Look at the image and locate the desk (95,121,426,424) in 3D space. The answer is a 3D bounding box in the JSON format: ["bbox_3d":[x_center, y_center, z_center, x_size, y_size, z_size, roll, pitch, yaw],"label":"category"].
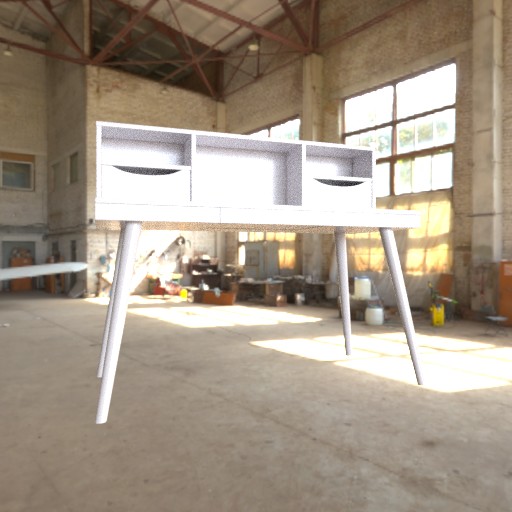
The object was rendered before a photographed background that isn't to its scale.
[{"bbox_3d":[0.000,0.000,1.763,1.199,0.990,0.559,0,0,-19],"label":"desk"}]
